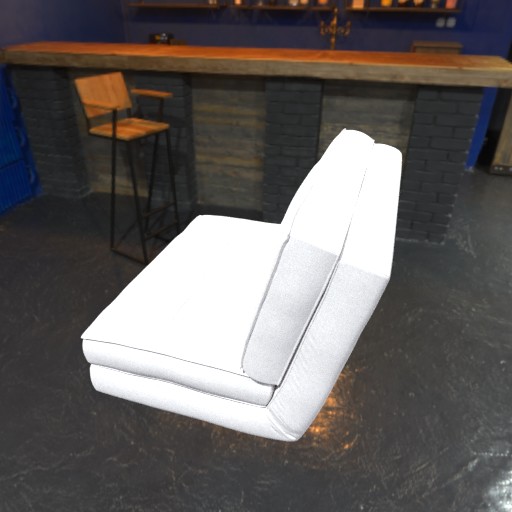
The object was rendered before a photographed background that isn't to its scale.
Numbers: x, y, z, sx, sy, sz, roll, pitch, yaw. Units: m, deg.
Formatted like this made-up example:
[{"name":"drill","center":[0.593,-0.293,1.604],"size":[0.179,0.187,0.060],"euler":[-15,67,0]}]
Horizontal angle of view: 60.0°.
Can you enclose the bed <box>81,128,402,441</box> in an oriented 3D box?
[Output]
[{"name":"bed","center":[0.000,0.000,1.324],"size":[0.749,0.614,0.799],"euler":[9,32,15]}]
